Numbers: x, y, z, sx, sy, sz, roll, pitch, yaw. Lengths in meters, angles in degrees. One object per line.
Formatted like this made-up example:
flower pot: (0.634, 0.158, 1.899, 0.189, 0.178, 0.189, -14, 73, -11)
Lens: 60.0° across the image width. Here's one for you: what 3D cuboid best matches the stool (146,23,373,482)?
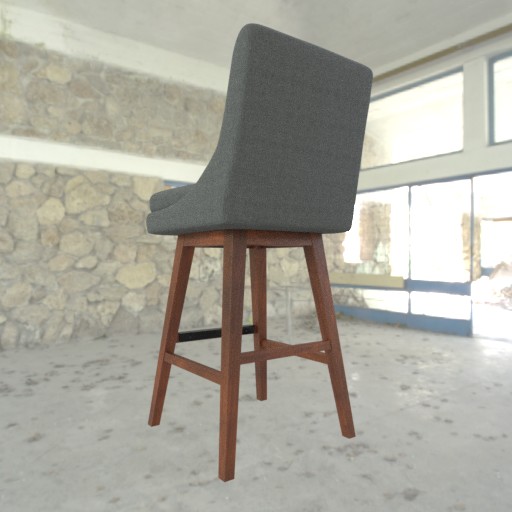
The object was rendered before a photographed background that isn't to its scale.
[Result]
stool: (0.000, 0.000, 1.223, 0.447, 0.977, 0.524, 0, -1, -36)
